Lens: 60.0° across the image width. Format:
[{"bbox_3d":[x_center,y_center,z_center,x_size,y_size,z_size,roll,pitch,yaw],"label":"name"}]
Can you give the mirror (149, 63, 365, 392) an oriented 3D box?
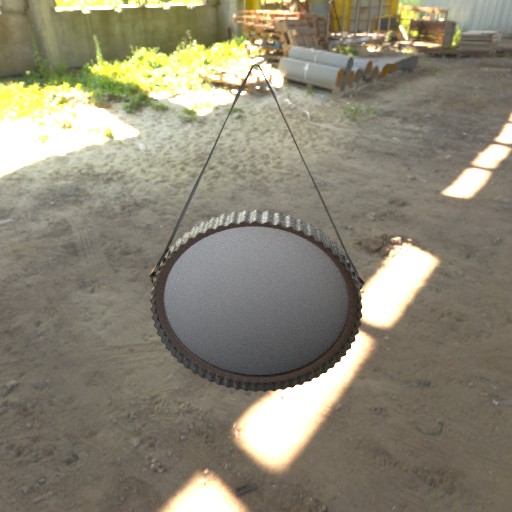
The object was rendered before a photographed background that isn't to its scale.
[{"bbox_3d":[0.000,0.000,0.707,0.355,0.568,0.042,1,30,2],"label":"mirror"}]
